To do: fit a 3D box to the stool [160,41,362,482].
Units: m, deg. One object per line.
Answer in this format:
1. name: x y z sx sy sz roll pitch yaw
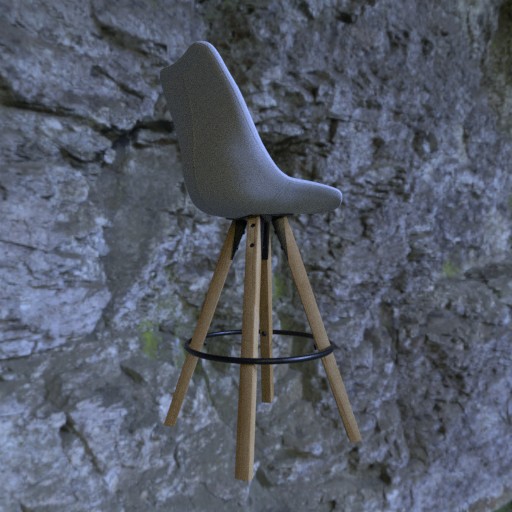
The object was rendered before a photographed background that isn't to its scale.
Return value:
1. stool: 0.000 0.000 1.391 0.550 1.115 0.484 0 0 -36
